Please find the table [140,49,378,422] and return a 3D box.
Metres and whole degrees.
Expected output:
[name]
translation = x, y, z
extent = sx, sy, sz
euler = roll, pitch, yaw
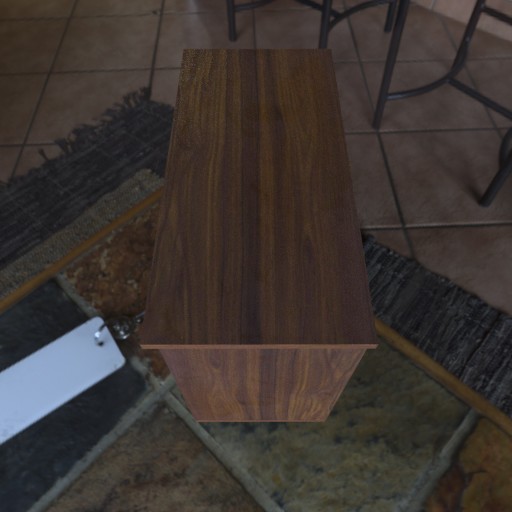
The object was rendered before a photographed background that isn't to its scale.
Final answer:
[table]
translation = 0.000, 0.000, 1.229
extent = 0.390, 0.725, 0.802
euler = 0, 57, 0
